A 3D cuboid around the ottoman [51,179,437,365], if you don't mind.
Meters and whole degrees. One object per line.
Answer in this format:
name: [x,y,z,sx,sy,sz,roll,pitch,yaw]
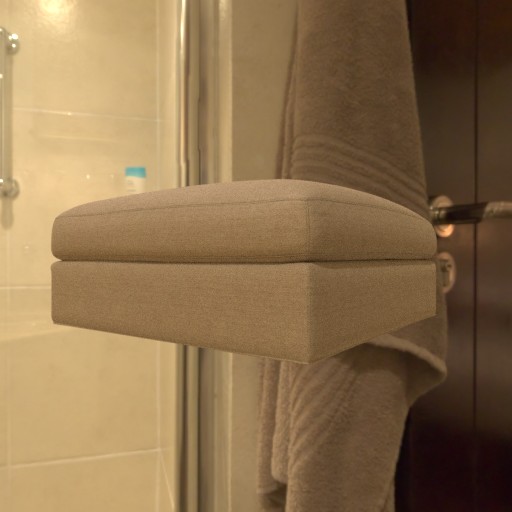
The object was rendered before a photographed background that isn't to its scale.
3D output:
ottoman: [0.000,0.000,1.638,1.041,0.470,1.041,0,0,36]
